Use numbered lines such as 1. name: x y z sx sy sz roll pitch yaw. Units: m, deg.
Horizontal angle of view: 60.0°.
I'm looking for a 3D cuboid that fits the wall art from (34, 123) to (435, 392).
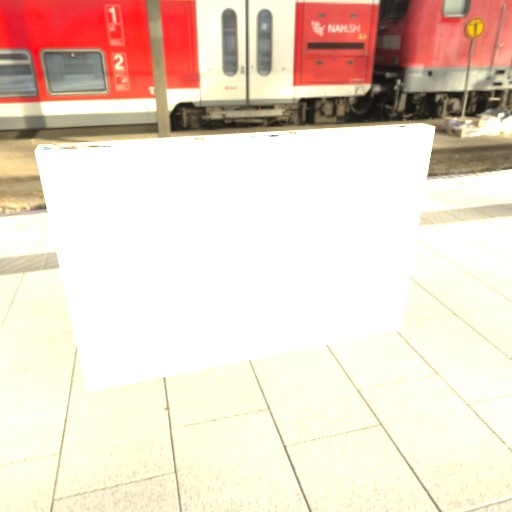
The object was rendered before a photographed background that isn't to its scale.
1. wall art: 0.000 0.000 1.108 0.894 0.595 0.057 -8 27 -15
